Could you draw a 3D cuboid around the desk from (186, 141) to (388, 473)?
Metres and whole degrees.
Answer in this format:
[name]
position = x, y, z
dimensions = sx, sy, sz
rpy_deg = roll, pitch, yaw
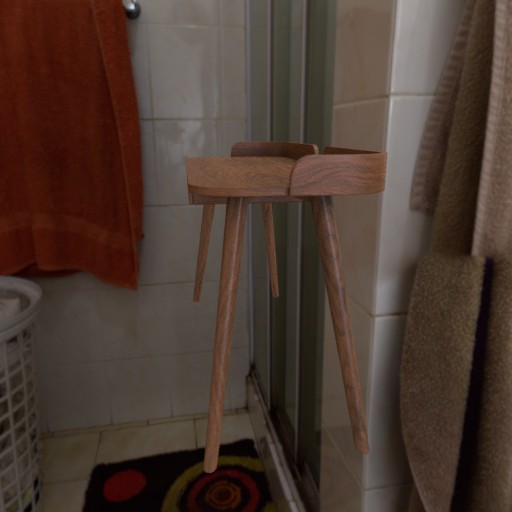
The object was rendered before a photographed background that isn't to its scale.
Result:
[desk]
position = 0.000, 0.000, 1.659
dimensions = 0.486, 0.800, 1.256
rpy_deg = -2, 16, -9
